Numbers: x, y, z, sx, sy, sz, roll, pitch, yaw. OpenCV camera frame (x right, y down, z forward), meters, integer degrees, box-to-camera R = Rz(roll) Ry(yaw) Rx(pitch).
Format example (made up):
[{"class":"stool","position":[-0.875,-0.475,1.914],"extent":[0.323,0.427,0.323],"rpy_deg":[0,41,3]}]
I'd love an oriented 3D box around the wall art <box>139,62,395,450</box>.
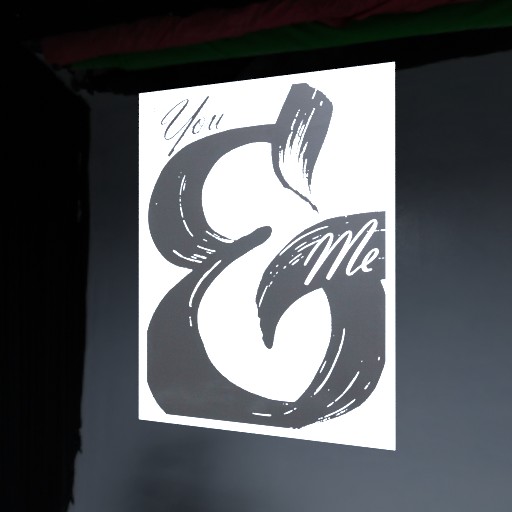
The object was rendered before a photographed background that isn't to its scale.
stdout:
[{"class":"wall art","position":[0.000,0.000,0.765],"extent":[0.457,0.609,0.003],"rpy_deg":[0,0,17]}]
